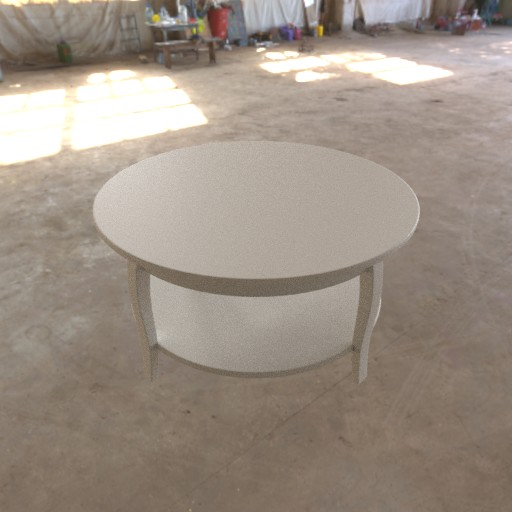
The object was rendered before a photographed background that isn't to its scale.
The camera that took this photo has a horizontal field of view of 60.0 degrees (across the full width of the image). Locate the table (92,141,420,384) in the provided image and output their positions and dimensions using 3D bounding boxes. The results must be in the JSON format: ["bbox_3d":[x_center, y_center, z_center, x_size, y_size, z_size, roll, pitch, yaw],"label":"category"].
[{"bbox_3d":[0.000,0.000,1.412,0.910,0.457,0.910,0,32,0],"label":"table"}]
